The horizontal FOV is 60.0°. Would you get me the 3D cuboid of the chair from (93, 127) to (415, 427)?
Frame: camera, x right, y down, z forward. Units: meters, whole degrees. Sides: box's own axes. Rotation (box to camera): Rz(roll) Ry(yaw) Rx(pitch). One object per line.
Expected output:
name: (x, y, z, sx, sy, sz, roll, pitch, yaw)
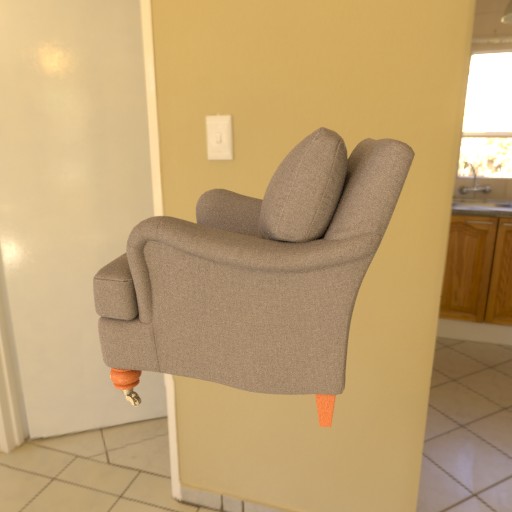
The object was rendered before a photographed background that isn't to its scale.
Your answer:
chair: (0.000, 0.000, 1.885, 1.070, 1.038, 0.955, 2, 15, 8)
